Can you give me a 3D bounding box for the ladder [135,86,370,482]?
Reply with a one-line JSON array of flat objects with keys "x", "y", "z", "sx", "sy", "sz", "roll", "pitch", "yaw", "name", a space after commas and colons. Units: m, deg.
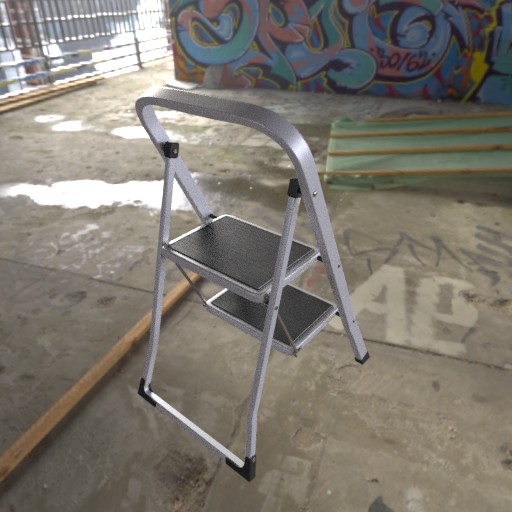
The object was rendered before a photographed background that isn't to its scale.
[{"x": 0.000, "y": 0.000, "z": 1.092, "sx": 0.460, "sy": 0.810, "sz": 0.544, "roll": 23, "pitch": 39, "yaw": 33, "name": "ladder"}]
